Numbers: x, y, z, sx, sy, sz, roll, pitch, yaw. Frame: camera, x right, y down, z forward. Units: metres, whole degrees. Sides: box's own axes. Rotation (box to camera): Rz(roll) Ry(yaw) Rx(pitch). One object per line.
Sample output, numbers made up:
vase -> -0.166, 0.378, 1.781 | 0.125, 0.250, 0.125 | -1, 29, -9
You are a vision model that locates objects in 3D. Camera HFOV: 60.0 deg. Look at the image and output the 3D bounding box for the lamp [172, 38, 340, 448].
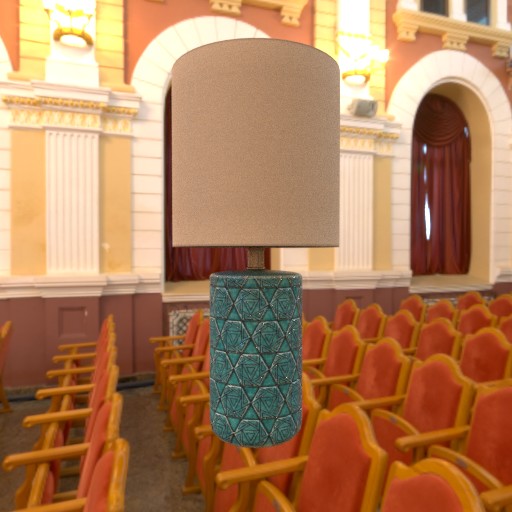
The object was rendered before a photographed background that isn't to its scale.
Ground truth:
lamp -> 0.000, 0.000, 0.745 | 0.278, 0.597, 0.278 | 0, 1, -18
